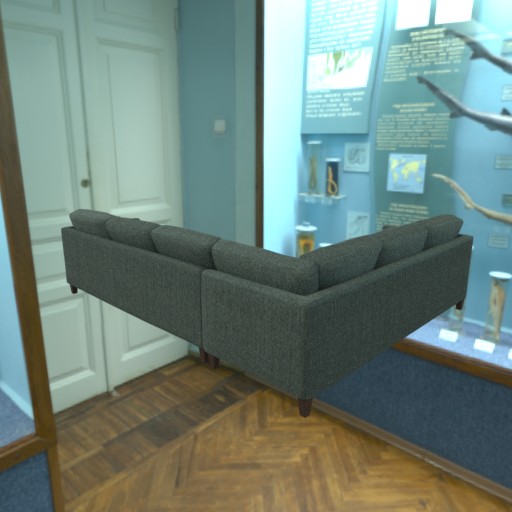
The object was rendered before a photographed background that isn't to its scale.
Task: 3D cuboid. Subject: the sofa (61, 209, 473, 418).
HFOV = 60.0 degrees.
[{"bbox_3d":[0.000,0.000,4.455,3.302,0.947,2.593,14,20,43],"label":"sofa"}]
